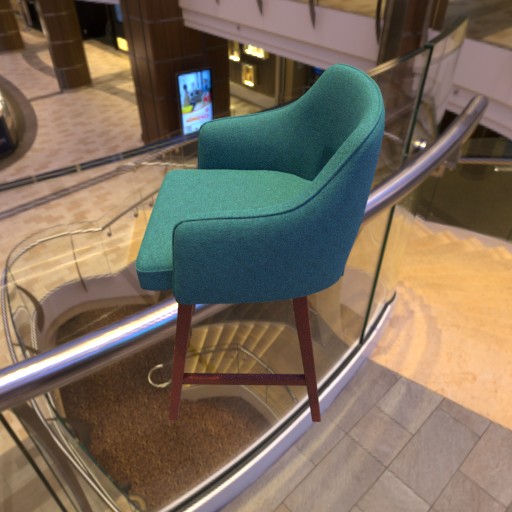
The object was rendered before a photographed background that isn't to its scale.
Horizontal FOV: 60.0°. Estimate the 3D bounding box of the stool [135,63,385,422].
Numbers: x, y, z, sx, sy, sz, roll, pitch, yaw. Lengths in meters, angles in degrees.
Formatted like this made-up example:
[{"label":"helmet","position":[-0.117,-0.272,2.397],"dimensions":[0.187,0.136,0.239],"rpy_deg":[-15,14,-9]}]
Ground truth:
[{"label":"stool","position":[0.000,0.000,1.267],"dimensions":[0.556,0.961,0.548],"rpy_deg":[0,40,1]}]
